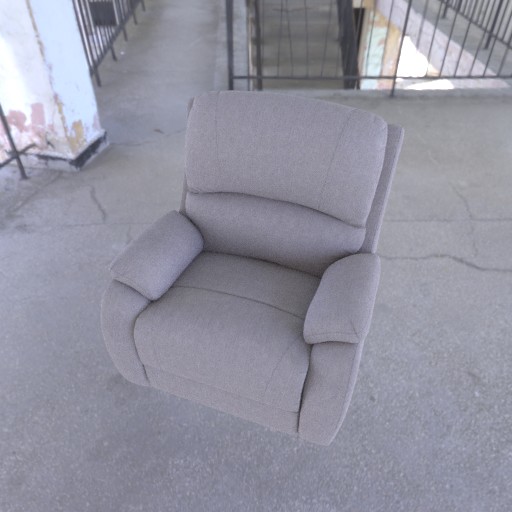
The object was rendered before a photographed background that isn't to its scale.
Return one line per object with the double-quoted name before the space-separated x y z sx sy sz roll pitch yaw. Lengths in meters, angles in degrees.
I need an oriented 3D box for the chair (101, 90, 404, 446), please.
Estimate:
"chair" 0.000 0.000 1.702 0.930 1.011 0.899 13 43 14
